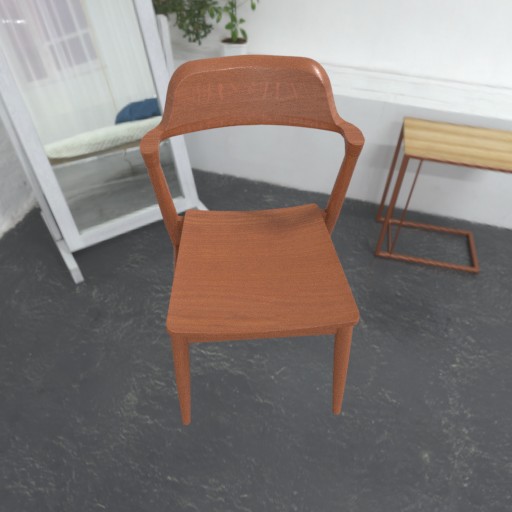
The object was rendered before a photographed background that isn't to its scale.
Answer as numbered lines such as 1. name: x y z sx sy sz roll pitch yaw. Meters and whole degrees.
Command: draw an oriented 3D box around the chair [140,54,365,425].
1. chair: 0.000 0.000 1.120 0.496 0.801 0.499 -3 46 -3
